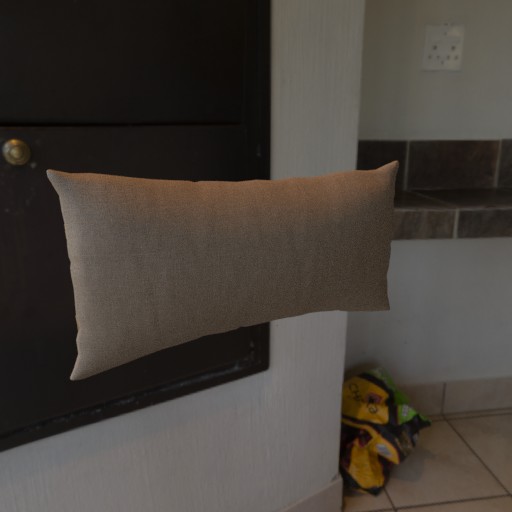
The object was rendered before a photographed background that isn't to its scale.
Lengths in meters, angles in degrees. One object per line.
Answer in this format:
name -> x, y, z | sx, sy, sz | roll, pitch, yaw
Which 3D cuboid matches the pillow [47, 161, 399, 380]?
pillow -> 0.000, 0.000, 0.744 | 0.612, 0.308, 0.148 | -8, 18, -25
